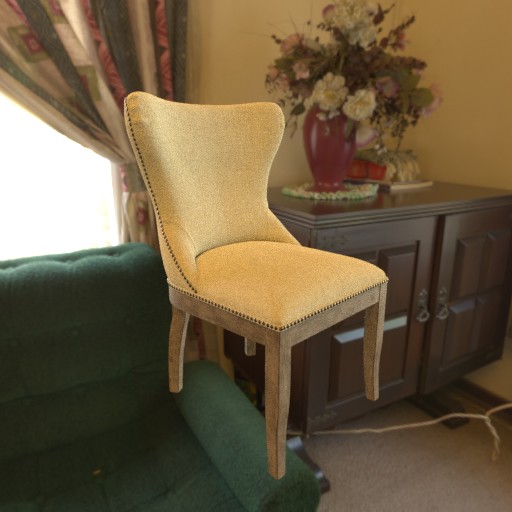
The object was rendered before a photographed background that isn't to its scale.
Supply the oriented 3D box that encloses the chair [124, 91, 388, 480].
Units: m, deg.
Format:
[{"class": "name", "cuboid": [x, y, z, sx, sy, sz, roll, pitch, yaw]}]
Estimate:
[{"class": "chair", "cuboid": [0.000, 0.000, 1.452, 0.681, 1.002, 0.654, 14, 20, 42]}]
